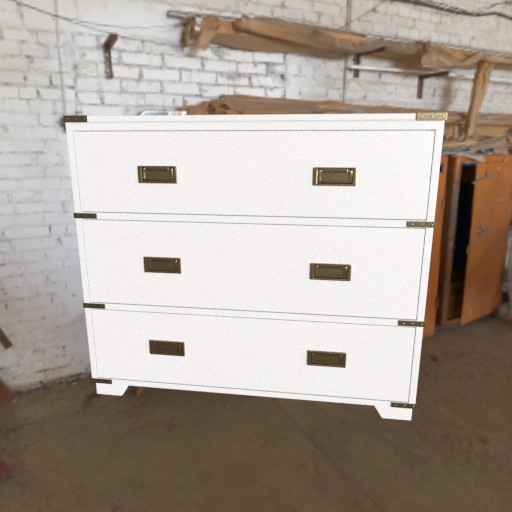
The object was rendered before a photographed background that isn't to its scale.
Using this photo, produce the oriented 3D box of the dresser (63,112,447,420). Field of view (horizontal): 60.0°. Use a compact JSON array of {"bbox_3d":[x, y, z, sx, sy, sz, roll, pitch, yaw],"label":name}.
[{"bbox_3d":[0.000,0.000,1.497,1.022,0.891,0.460,2,15,8],"label":"dresser"}]
